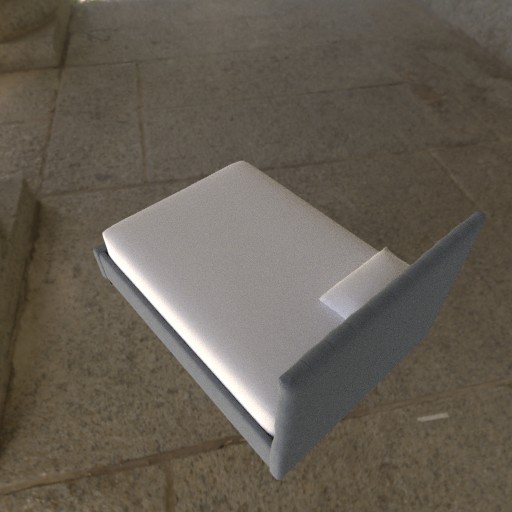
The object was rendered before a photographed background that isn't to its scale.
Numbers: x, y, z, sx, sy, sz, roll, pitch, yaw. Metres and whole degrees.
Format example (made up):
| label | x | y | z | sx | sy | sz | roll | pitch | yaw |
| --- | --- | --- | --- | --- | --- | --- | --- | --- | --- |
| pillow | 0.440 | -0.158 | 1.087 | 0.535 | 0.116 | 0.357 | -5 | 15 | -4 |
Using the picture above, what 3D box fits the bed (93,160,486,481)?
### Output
| label | x | y | z | sx | sy | sz | roll | pitch | yaw |
| --- | --- | --- | --- | --- | --- | --- | --- | --- | --- |
| bed | 0.000 | 0.000 | 3.378 | 1.698 | 1.411 | 2.335 | -33 | 56 | -27 |
